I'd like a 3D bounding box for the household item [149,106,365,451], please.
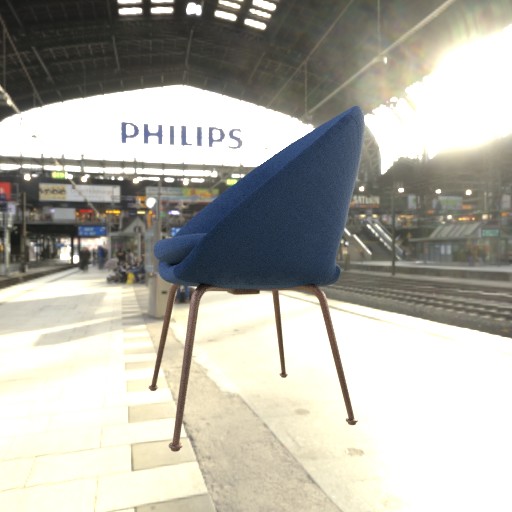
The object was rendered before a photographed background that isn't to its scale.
[{"bbox_3d":[0.000,0.000,1.281,0.573,0.852,0.623,0,1,-19],"label":"household item"}]
